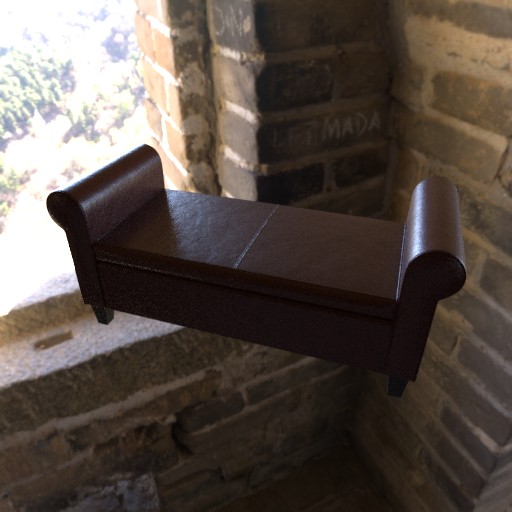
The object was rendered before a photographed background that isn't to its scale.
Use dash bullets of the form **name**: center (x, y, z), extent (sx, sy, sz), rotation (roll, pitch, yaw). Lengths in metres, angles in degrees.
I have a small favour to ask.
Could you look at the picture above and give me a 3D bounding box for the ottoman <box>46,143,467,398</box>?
- **ottoman**: center (0.000, 0.000, 1.564), extent (1.256, 0.547, 0.521), rotation (10, 33, 16)
